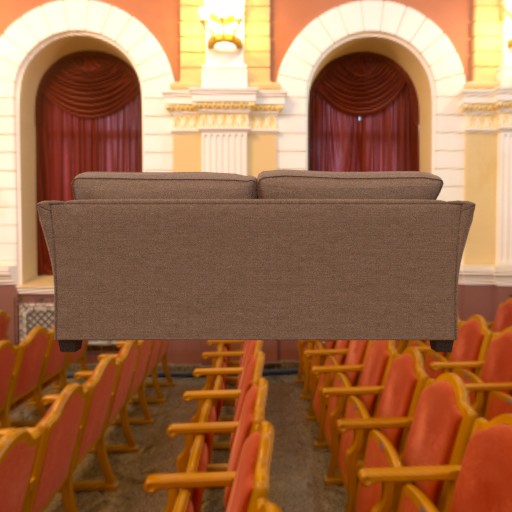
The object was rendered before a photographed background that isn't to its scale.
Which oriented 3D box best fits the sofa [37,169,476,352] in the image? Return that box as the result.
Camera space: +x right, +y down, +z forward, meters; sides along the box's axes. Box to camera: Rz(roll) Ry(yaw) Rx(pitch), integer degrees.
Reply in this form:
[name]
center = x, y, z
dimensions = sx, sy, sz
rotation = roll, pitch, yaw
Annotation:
[sofa]
center = 0.000, 0.000, 2.729
dimensions = 2.270, 0.965, 0.980
rotation = 0, 2, 0
